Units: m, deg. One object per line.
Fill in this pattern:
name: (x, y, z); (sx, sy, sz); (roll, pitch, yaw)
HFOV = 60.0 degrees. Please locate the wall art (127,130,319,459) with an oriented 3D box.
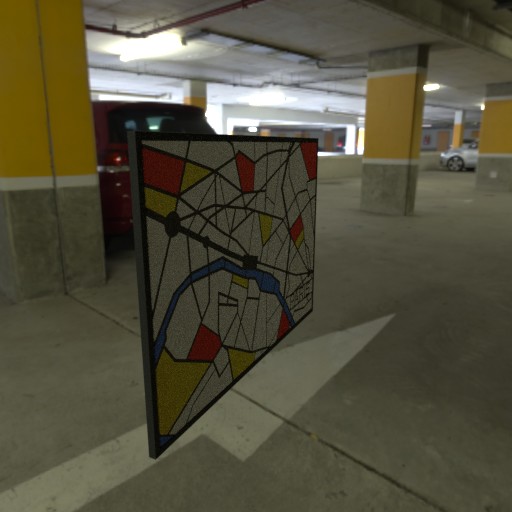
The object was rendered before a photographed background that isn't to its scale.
wall art: (0.000, 0.000, 0.876); (0.013, 0.458, 0.664); (7, 16, 26)
